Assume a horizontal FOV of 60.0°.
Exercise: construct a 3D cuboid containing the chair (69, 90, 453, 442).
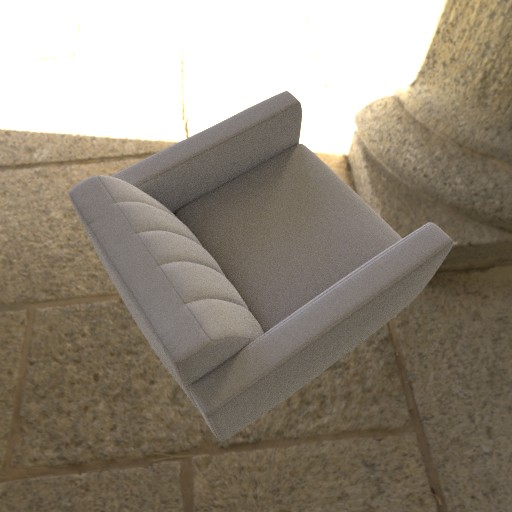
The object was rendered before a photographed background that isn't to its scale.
[{"bbox_3d":[0.000,0.000,1.692,0.998,0.819,0.953,-32,65,-17],"label":"chair"}]
